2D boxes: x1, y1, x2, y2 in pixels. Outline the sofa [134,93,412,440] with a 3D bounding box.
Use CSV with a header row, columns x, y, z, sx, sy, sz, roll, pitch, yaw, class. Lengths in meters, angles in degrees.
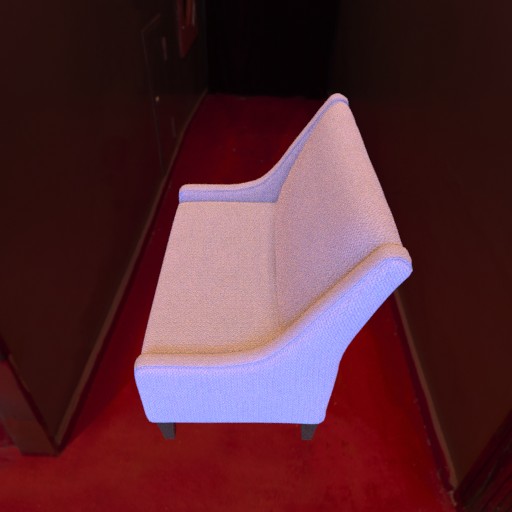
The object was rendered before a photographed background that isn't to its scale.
x,y,z,sx,sy,sz,roll,pitch,yaw,class
0.000,0.000,1.968,0.870,1.022,1.242,0,40,0,sofa
